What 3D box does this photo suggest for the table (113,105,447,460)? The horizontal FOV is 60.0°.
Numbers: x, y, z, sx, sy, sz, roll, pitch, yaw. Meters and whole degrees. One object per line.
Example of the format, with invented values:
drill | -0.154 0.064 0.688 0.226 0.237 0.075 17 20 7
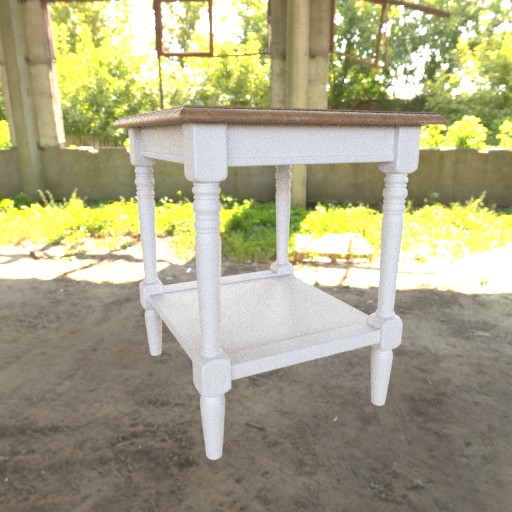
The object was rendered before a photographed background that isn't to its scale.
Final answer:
table | 0.000 0.000 0.930 0.457 0.561 0.508 -7 17 -25
